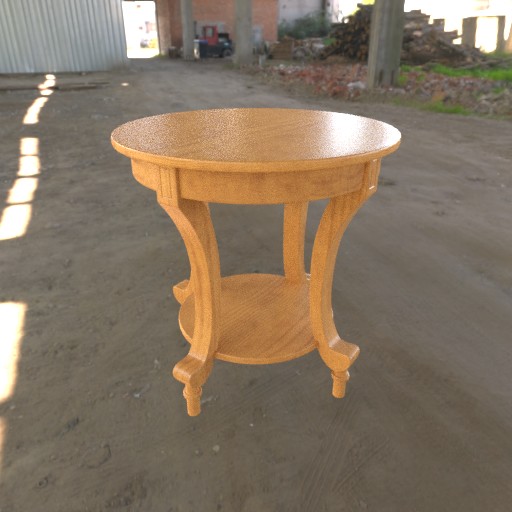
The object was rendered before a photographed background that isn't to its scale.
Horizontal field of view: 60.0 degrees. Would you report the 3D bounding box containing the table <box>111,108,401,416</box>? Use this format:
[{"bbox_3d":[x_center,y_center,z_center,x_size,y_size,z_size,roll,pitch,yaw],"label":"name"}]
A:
[{"bbox_3d":[0.000,0.000,1.082,0.597,0.612,0.597,0,26,0],"label":"table"}]
